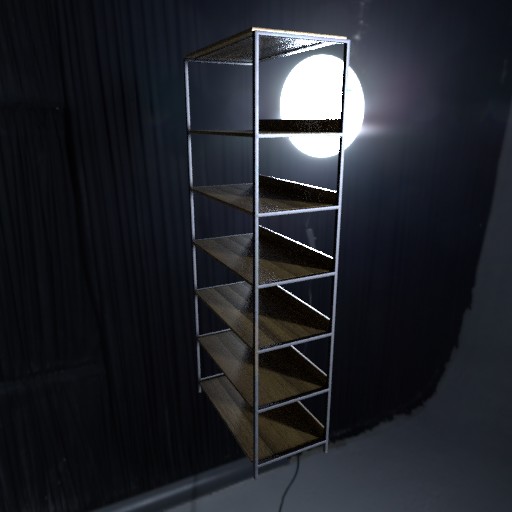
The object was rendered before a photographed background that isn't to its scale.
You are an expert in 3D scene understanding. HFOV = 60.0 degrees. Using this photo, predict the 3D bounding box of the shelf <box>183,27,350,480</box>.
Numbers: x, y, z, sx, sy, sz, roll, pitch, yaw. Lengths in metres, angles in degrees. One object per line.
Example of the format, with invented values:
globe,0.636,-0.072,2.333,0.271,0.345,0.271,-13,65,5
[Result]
shelf,0.000,0.000,2.339,0.431,2.015,0.847,-8,19,-25
